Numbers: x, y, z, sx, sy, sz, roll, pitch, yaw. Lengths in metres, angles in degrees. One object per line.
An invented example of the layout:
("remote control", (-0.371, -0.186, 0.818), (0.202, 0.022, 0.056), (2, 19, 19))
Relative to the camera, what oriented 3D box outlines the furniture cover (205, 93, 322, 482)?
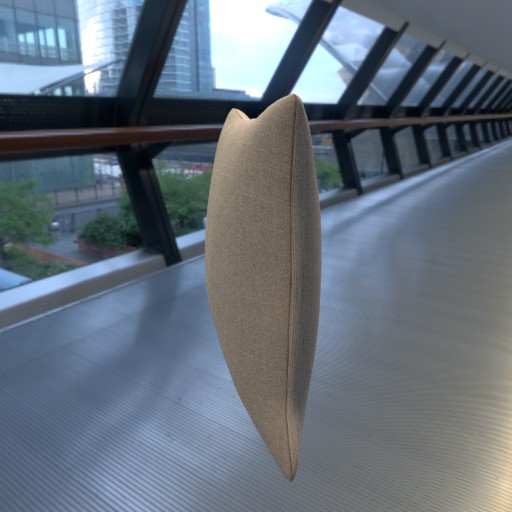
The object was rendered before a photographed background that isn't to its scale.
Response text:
("furniture cover", (0.000, 0.000, 0.777), (0.178, 0.506, 0.512), (-3, 17, -10))
